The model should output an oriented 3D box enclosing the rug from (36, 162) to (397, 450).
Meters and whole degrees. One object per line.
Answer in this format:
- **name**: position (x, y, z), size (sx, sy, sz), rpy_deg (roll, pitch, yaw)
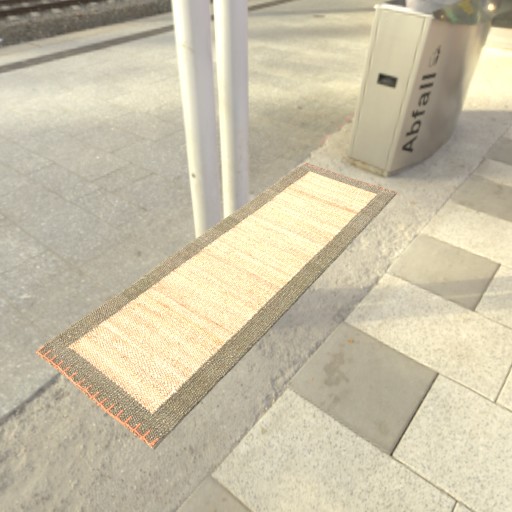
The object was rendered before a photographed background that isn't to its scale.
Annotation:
- **rug**: position (0.000, 0.000, 2.656), size (0.810, 0.016, 2.413), rpy_deg (25, 45, 28)
